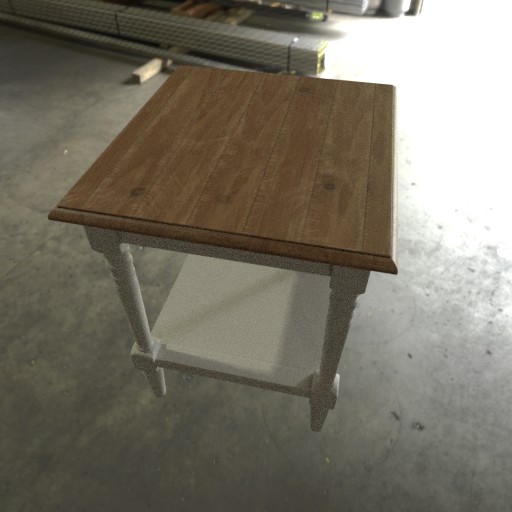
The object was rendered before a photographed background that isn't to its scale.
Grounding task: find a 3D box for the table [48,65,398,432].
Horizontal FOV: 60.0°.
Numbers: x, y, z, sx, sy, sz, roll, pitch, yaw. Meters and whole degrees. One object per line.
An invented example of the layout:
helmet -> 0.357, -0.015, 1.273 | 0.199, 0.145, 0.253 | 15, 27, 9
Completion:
table -> 0.000, 0.000, 0.921 | 0.457, 0.561, 0.508 | 9, 45, 9
